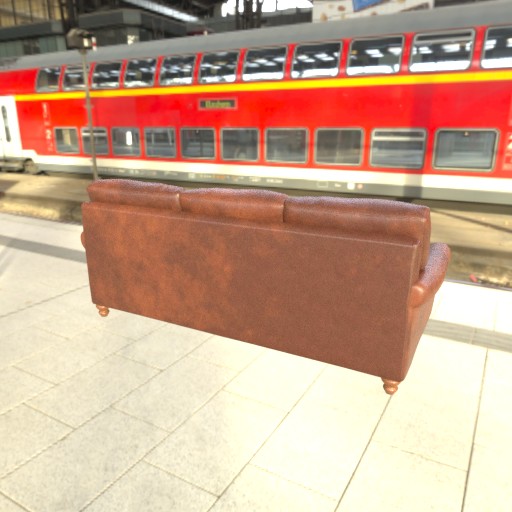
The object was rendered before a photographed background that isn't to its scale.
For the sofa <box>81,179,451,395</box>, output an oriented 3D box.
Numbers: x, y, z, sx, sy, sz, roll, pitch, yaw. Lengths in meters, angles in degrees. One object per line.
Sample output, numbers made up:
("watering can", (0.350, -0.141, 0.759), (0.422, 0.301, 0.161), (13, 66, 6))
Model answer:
("sofa", (0.000, 0.000, 2.957), (2.351, 0.977, 0.973), (9, 19, 27))
